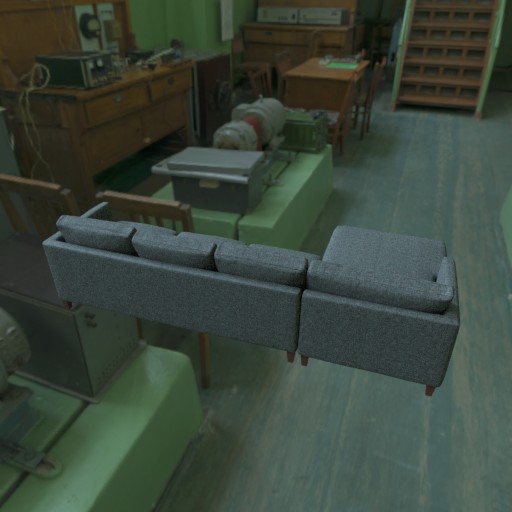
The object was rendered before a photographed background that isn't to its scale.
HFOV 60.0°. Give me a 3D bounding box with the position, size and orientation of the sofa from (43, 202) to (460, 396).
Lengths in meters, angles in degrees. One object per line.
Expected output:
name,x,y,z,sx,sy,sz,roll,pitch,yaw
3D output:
sofa,0.000,0.000,4.215,3.485,0.960,1.635,10,34,16
